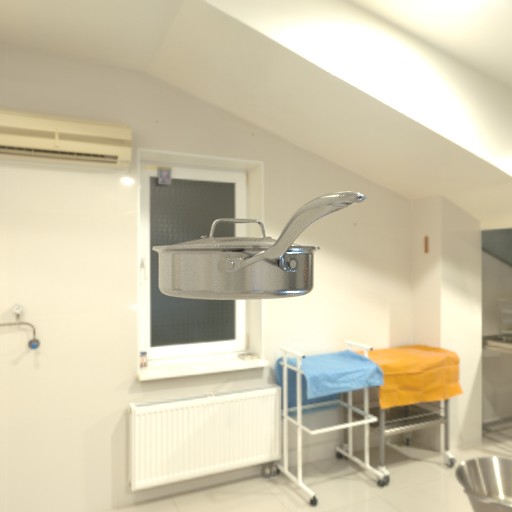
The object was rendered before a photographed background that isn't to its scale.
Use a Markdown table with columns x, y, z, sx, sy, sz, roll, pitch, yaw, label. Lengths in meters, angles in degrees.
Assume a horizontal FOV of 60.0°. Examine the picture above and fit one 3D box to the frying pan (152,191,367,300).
| x | y | z | sx | sy | sz | roll | pitch | yaw | label |
| --- | --- | --- | --- | --- | --- | --- | --- | --- | --- |
| 0.000 | 0.000 | 0.576 | 0.245 | 0.111 | 0.492 | 0 | 0 | -19 | frying pan |
